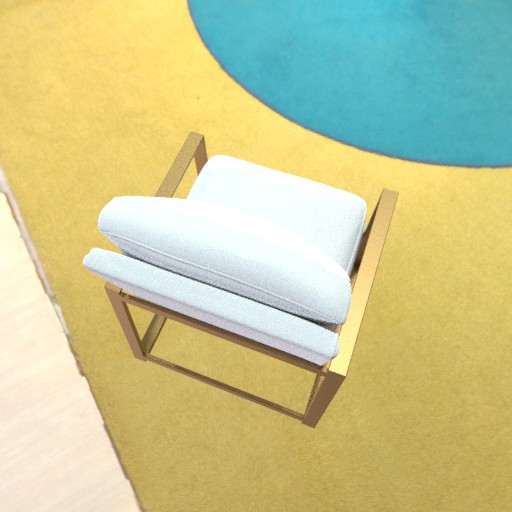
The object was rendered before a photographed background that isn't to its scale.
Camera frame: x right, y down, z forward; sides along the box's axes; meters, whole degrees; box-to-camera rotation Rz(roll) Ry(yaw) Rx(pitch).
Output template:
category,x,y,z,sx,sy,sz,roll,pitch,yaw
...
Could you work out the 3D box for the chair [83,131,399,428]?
category,x,y,z,sx,sy,sz,roll,pitch,yaw
chair,0.000,0.000,1.568,0.805,0.966,0.813,18,64,9
